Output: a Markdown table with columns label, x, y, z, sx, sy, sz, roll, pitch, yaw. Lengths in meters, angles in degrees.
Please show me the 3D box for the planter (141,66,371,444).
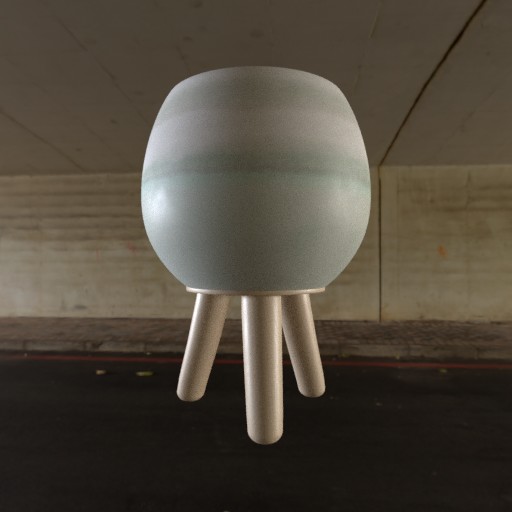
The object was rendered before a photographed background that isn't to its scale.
| label | x | y | z | sx | sy | sz | roll | pitch | yaw |
| --- | --- | --- | --- | --- | --- | --- | --- | --- | --- |
| planter | 0.000 | 0.000 | 0.321 | 0.161 | 0.224 | 0.161 | 0 | 0 | 0 |
